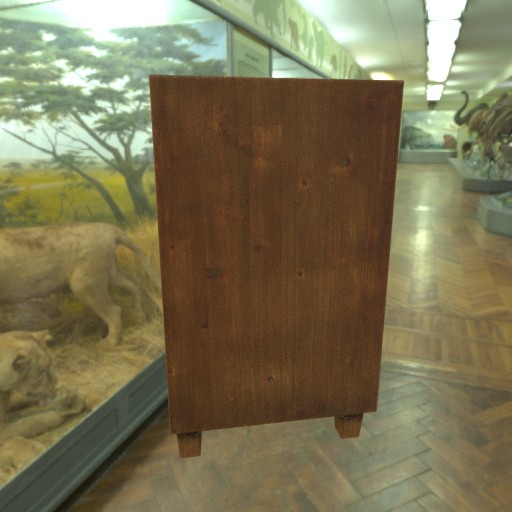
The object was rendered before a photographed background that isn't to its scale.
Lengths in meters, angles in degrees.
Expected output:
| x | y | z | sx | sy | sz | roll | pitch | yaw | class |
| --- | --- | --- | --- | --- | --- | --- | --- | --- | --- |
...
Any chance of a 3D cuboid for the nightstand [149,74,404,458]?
| x | y | z | sx | sy | sz | roll | pitch | yaw | class |
| --- | --- | --- | --- | --- | --- | --- | --- | --- | --- |
| 0.000 | 0.000 | 0.994 | 0.410 | 0.695 | 0.465 | -3 | 16 | -10 | nightstand |
